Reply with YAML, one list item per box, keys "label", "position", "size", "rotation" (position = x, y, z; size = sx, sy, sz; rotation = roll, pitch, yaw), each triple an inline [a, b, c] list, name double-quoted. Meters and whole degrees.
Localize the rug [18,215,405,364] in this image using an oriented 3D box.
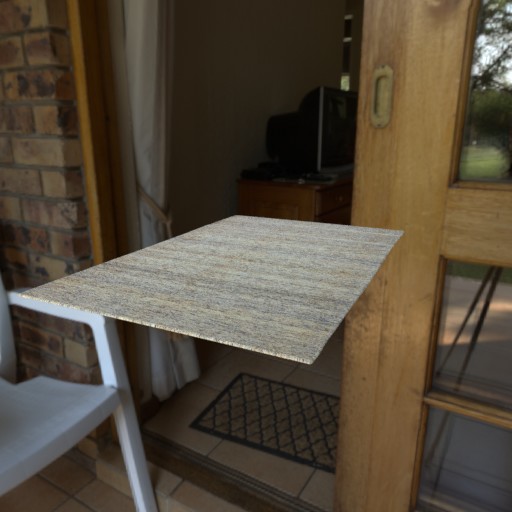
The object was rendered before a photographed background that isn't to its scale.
- label: "rug"
  position: [0.000, 0.000, 2.313]
  size: [1.243, 0.014, 1.846]
  rotation: [8, 18, 25]
